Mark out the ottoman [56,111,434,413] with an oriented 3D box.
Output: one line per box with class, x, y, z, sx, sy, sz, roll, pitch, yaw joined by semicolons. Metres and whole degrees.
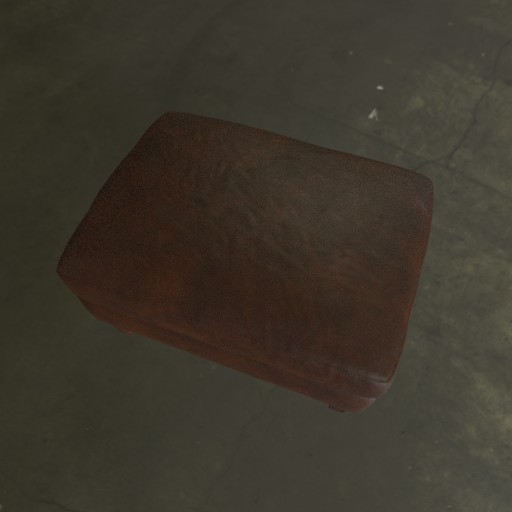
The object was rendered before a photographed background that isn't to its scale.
ottoman;0.000;0.000;1.325;0.887;0.527;0.659;17;60;10
